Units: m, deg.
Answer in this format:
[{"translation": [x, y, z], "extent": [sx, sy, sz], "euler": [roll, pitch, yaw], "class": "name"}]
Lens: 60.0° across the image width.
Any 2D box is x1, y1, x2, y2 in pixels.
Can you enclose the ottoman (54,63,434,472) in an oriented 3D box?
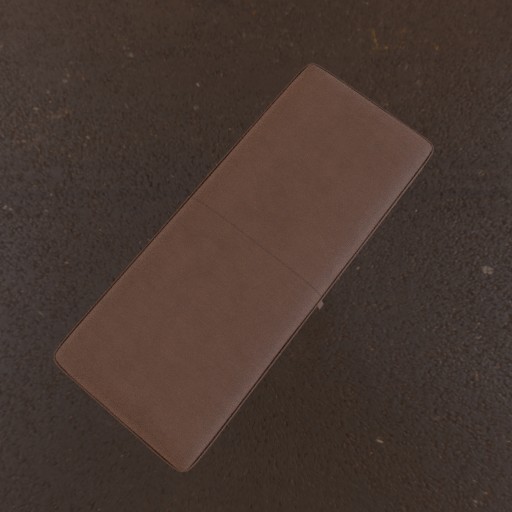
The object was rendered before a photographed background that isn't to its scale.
[{"translation": [0.000, 0.000, 2.039], "extent": [0.751, 0.470, 1.764], "euler": [38, 80, 8], "class": "ottoman"}]
